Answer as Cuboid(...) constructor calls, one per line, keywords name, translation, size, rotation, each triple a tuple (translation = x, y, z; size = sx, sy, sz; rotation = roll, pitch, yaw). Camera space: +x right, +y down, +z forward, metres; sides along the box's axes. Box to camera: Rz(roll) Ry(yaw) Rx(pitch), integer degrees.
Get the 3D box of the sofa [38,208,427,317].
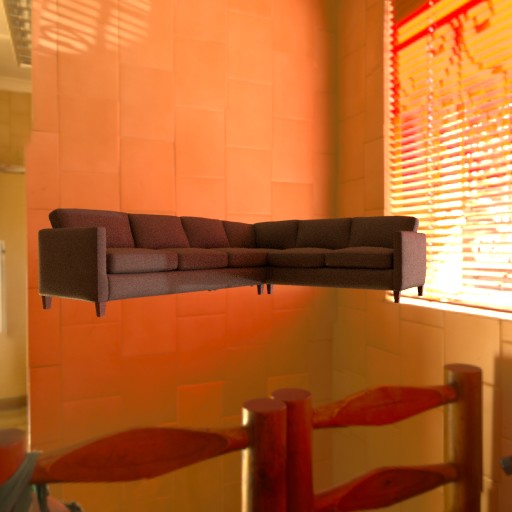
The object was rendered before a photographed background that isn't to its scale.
Cuboid(name="sofa", translation=(0.000, 0.000, 4.571), size=(2.593, 0.947, 3.302), rotation=(0, 1, 36))
